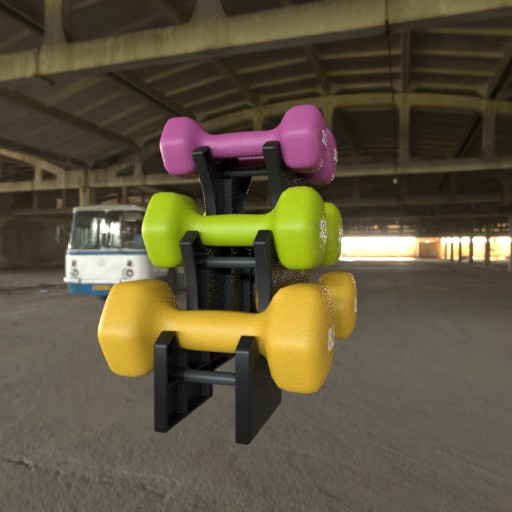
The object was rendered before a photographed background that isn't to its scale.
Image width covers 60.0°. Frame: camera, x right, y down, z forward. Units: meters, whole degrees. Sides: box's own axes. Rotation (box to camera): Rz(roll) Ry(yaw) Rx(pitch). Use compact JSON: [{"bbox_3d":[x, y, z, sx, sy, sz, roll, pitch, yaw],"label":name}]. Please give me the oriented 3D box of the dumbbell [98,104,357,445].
[{"bbox_3d":[0.000,0.000,0.468,0.190,0.271,0.300,0,1,18],"label":"dumbbell"}]
